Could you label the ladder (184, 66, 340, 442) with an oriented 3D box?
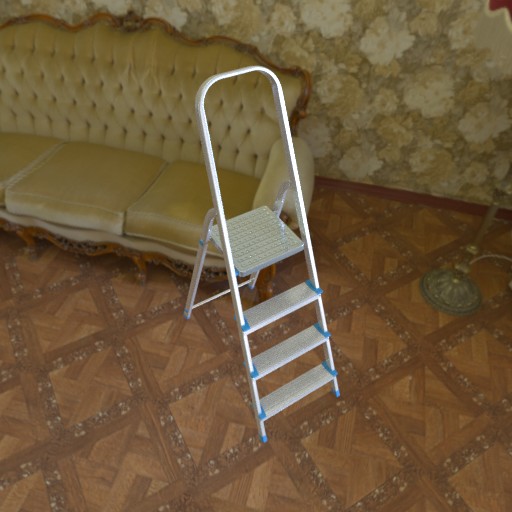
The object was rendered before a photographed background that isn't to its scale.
[{"bbox_3d":[0.000,0.000,1.812,0.445,1.434,0.842,-24,50,-22],"label":"ladder"}]
